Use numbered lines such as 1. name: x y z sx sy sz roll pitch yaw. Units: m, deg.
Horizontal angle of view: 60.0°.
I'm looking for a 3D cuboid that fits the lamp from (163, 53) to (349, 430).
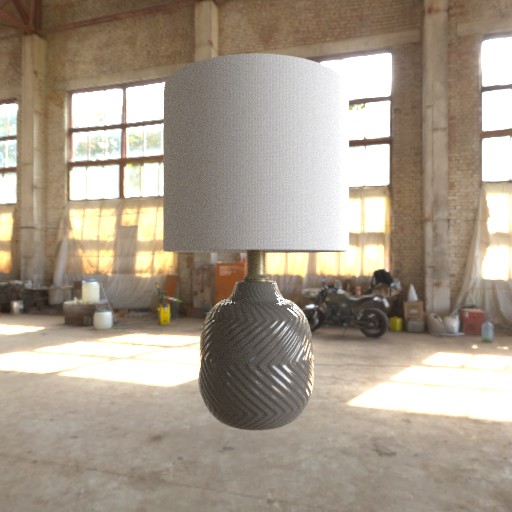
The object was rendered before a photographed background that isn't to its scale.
1. lamp: 0.000 0.000 0.503 0.207 0.366 0.207 0 0 37
